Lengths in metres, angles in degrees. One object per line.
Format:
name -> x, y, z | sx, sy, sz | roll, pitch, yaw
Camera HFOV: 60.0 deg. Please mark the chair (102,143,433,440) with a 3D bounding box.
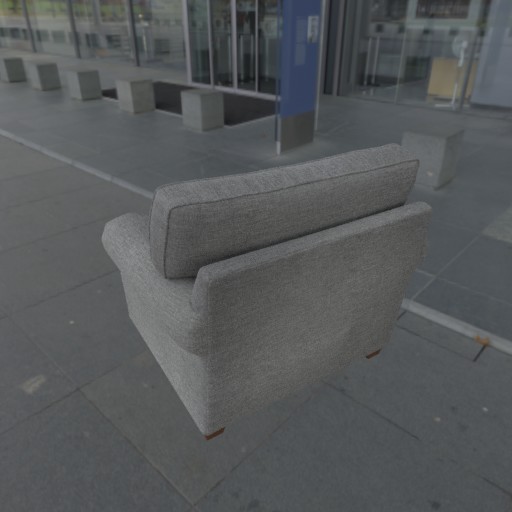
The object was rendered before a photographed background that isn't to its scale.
chair -> 0.000, 0.000, 1.878 | 1.092, 0.961, 0.965 | -17, 34, -28
